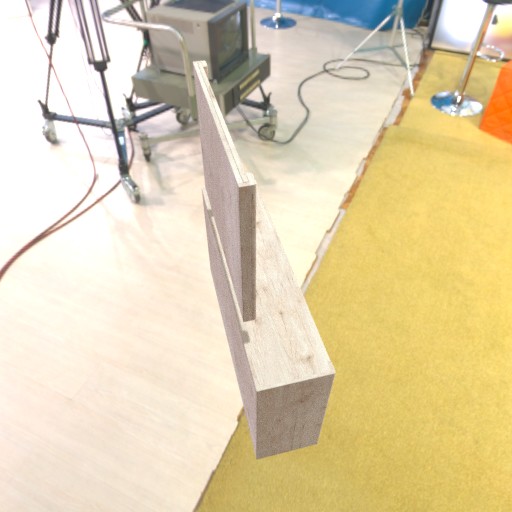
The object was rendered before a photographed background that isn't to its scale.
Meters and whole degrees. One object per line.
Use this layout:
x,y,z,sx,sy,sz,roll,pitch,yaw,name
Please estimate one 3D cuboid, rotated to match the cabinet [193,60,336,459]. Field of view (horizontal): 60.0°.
0.000,0.000,2.759,0.420,1.981,1.700,-10,47,-10,cabinet
